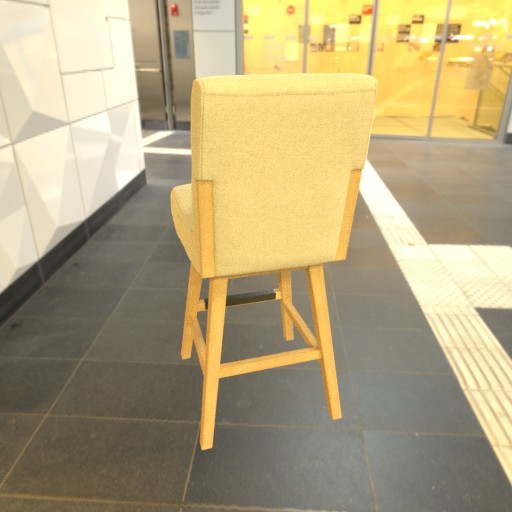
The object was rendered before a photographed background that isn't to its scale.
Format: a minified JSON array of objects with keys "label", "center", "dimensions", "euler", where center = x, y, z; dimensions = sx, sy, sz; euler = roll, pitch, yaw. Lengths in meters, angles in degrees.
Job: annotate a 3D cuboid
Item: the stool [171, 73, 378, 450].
[{"label":"stool","center":[0.000,0.000,1.303],"dimensions":[0.446,1.015,0.543],"euler":[-7,26,-15]}]
